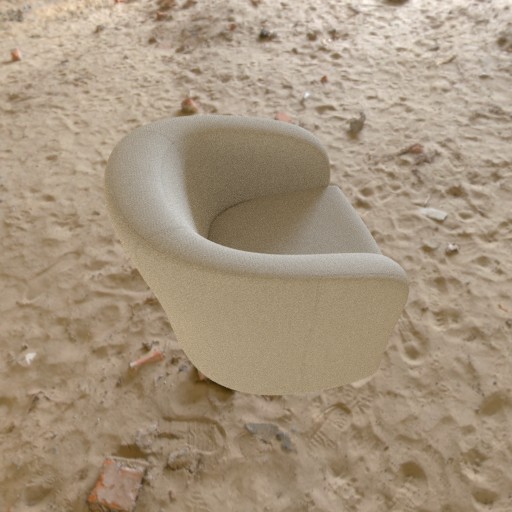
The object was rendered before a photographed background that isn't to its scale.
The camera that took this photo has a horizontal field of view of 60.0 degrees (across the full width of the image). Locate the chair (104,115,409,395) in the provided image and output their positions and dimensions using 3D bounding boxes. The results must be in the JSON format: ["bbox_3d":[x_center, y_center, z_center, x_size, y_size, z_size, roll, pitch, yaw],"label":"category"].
[{"bbox_3d":[0.000,0.000,1.472,0.815,0.771,0.791,-10,47,-10],"label":"chair"}]
